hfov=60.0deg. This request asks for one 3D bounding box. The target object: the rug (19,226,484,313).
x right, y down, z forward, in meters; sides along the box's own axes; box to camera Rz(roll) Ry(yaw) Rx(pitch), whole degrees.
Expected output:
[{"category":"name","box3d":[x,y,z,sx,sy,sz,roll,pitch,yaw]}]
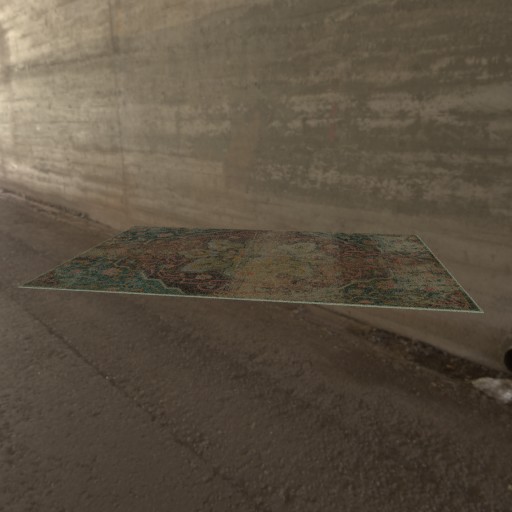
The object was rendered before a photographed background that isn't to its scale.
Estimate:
[{"category":"rug","box3d":[0.000,0.000,2.919,2.363,0.004,1.566,3,17,9]}]
